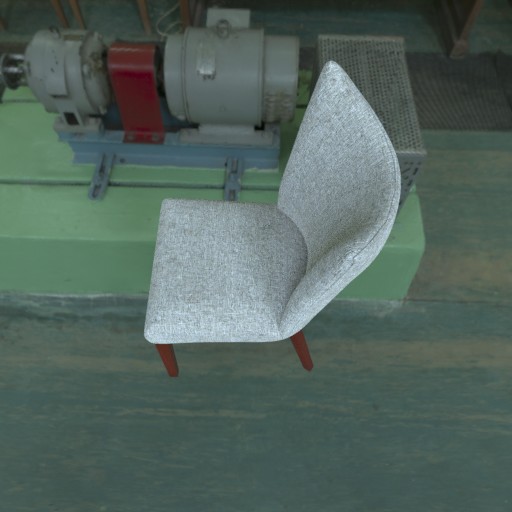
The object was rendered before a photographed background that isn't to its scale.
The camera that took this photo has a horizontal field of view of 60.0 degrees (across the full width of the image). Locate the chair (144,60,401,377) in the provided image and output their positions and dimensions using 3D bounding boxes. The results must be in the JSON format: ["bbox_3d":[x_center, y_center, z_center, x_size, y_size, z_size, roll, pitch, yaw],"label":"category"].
[{"bbox_3d":[0.000,0.000,1.299,0.623,0.924,0.535,0,60,0],"label":"chair"}]
